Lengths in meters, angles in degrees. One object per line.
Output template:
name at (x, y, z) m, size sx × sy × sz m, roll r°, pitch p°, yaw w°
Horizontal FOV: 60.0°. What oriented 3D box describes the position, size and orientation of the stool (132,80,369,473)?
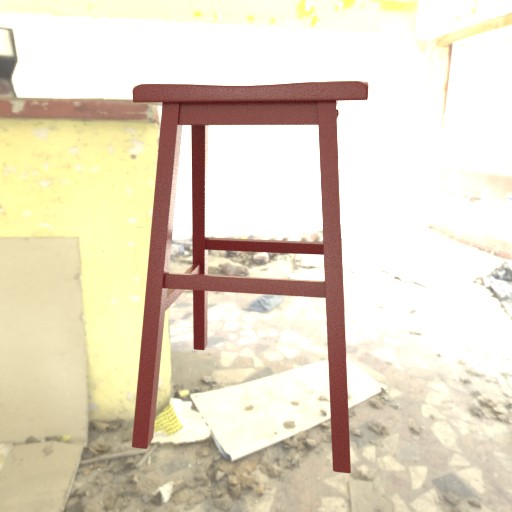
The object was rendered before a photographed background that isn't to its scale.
stool at (0.000, 0.000, 1.032) m, size 0.457 × 0.737 × 0.476 m, roll 3°, pitch 16°, yaw 9°
